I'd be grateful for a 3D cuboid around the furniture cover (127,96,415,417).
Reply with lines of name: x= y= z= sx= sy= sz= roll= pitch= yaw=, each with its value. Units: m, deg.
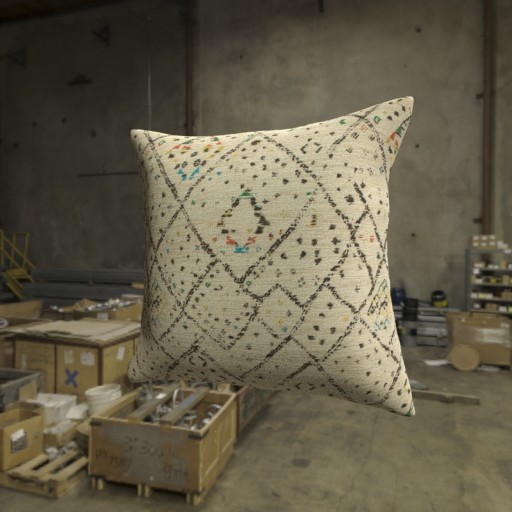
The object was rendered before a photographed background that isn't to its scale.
furniture cover: x=0.000 y=0.000 z=0.775 sx=0.525 sy=0.498 sz=0.180 roll=0 pitch=1 yaw=19
